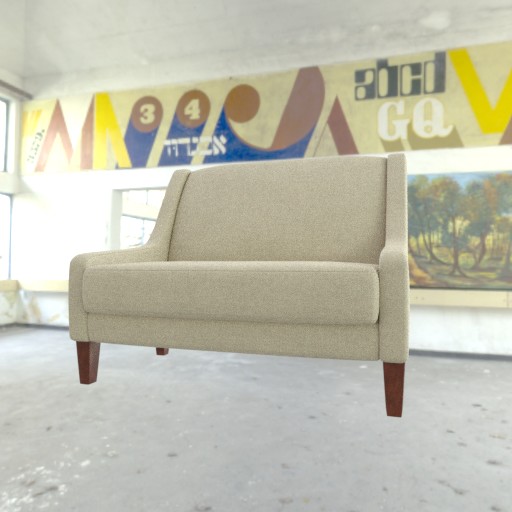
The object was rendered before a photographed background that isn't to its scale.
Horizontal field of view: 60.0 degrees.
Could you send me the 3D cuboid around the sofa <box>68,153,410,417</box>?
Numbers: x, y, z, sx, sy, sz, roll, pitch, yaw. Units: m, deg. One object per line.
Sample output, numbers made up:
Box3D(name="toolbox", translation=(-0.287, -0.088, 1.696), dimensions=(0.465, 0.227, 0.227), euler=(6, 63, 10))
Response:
Box3D(name="sofa", translation=(0.000, 0.000, 1.864), dimensions=(1.212, 0.976, 0.946), euler=(0, -1, 18))
